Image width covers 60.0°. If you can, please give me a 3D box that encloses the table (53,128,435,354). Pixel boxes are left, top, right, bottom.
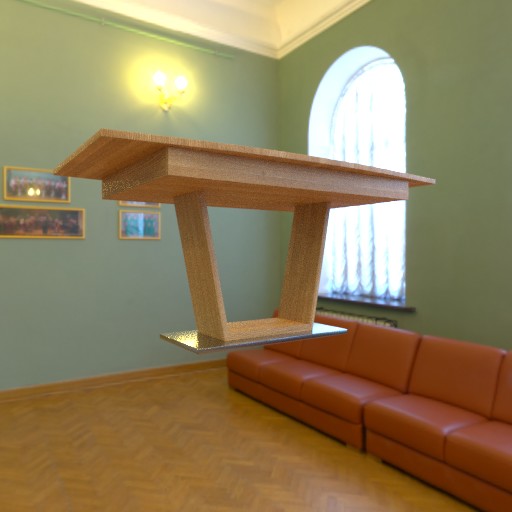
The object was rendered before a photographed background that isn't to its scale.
[{"bbox_3d":[0.000,0.000,2.047,1.598,0.748,0.900,0,0,-34],"label":"table"}]
